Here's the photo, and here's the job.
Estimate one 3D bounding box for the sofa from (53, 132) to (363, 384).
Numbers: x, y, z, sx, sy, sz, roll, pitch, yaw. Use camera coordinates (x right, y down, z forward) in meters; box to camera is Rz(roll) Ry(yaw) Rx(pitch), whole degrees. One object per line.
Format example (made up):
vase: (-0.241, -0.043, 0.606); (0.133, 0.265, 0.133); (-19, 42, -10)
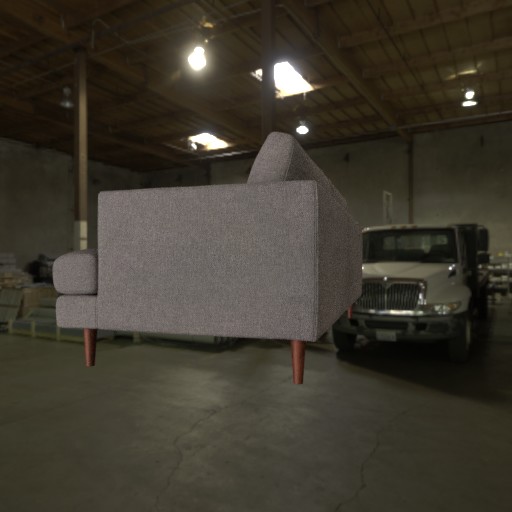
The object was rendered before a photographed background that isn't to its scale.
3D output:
sofa: (0.000, 0.000, 2.450); (1.020, 0.868, 1.948); (0, -1, 17)
